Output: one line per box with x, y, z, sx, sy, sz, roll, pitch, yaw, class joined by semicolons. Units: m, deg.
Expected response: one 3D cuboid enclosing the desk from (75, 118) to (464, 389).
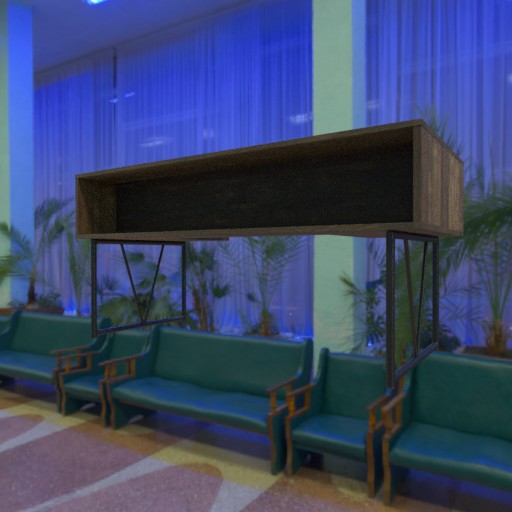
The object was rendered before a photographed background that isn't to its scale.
0.000;0.000;1.988;1.600;0.780;0.730;0;0;34;desk
